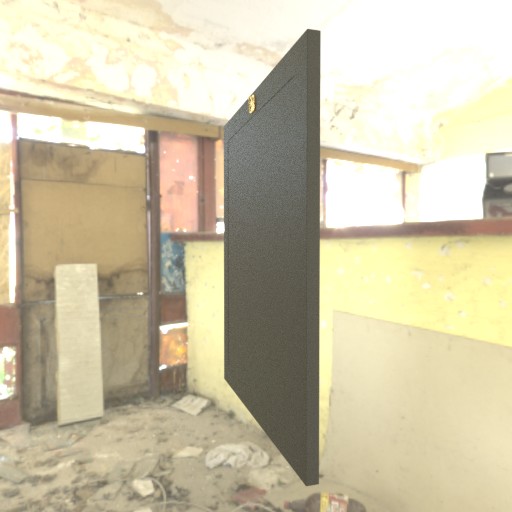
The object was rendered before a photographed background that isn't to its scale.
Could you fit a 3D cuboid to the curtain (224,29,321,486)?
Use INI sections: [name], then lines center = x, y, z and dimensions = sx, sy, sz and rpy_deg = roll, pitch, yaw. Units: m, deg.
[curtain]
center = 0.000, 0.000, 0.799
dimensions = 0.027, 0.585, 0.483
rpy_deg = 0, 1, -17
